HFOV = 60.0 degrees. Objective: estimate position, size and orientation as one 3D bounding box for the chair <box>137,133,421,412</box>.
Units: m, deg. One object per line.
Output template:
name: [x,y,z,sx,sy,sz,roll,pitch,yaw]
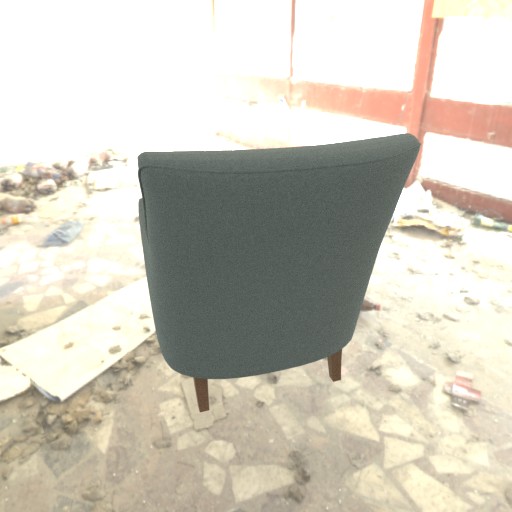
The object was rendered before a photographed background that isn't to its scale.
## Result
chair: [0.000,0.000,1.562,0.756,0.916,0.879,-8,28,-15]
